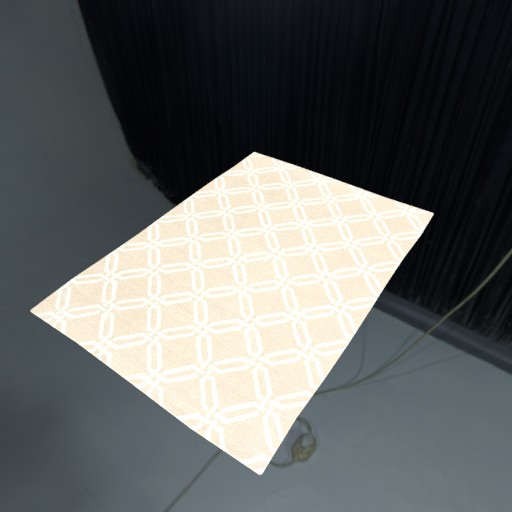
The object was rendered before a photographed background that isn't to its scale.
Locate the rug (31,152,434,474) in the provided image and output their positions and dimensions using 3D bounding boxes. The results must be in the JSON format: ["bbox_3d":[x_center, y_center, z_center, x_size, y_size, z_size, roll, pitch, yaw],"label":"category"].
[{"bbox_3d":[0.000,0.000,2.721,1.524,0.013,2.135,25,47,25],"label":"rug"}]
